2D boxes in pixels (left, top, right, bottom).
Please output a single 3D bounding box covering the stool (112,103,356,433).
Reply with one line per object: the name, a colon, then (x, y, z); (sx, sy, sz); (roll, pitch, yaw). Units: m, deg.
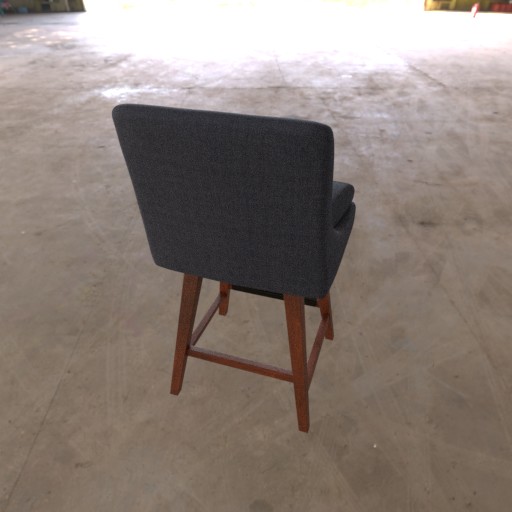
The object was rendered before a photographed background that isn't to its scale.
stool: (0.000, 0.000, 1.209); (0.467, 0.895, 0.524); (10, 35, 15)
